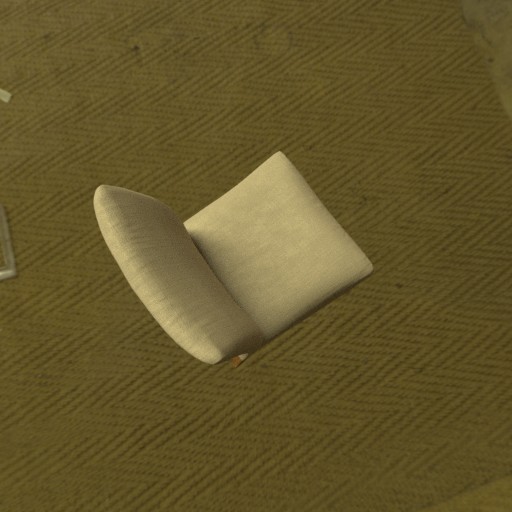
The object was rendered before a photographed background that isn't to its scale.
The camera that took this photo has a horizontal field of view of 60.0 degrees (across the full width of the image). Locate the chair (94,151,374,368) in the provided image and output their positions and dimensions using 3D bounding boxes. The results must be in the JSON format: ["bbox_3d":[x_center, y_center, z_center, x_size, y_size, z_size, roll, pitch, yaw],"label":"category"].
[{"bbox_3d":[0.000,0.000,1.331,0.585,0.940,0.496,-35,79,-8],"label":"chair"}]
